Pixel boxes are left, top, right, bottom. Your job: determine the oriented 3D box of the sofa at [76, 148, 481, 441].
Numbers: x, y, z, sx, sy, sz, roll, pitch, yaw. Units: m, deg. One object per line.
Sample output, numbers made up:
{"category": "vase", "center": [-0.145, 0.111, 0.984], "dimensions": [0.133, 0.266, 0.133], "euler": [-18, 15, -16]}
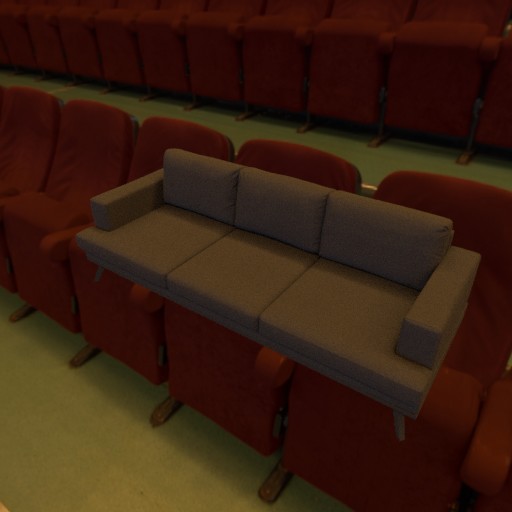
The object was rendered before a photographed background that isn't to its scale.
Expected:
{"category": "sofa", "center": [0.000, 0.000, 2.679], "dimensions": [2.310, 0.810, 0.920], "euler": [20, 38, 29]}
